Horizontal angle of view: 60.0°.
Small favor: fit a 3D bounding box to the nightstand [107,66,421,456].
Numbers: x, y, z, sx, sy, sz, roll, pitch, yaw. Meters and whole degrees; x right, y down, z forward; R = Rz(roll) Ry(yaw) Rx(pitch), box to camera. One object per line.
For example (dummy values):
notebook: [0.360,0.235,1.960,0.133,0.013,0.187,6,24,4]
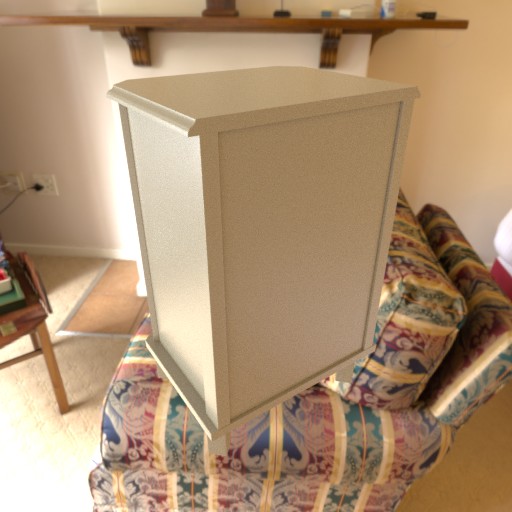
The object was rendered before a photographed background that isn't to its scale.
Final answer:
nightstand: [0.000,0.000,0.927,0.435,0.680,0.348,-19,35,-29]
